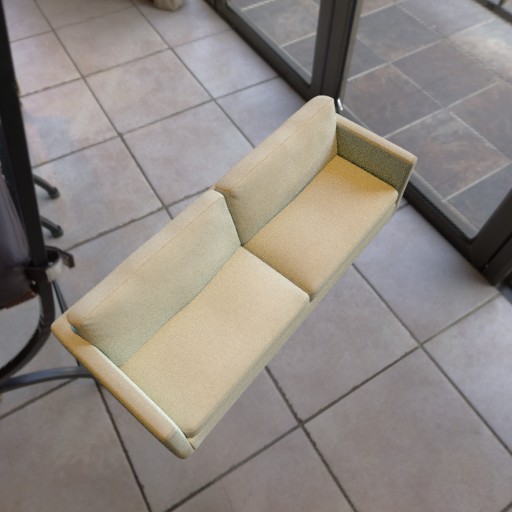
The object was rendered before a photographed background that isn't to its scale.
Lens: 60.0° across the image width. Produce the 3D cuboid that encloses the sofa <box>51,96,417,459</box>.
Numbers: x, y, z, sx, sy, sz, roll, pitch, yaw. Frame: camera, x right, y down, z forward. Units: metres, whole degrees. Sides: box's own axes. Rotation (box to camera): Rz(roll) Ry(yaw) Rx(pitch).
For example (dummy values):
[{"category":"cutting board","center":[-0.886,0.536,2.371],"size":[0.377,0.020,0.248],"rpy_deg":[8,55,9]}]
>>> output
[{"category":"sofa","center":[0.000,0.000,2.958],"size":[0.948,0.965,2.434],"rpy_deg":[36,65,20]}]
